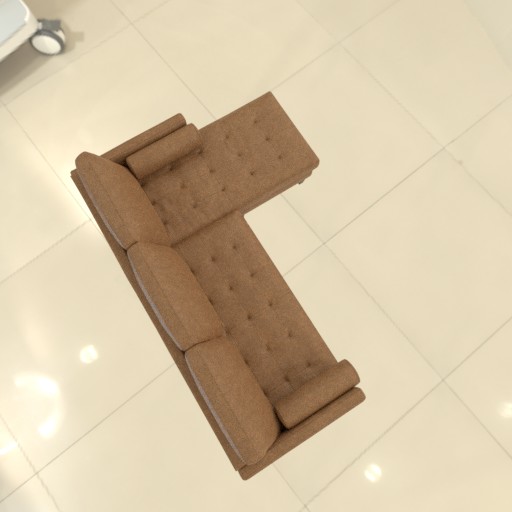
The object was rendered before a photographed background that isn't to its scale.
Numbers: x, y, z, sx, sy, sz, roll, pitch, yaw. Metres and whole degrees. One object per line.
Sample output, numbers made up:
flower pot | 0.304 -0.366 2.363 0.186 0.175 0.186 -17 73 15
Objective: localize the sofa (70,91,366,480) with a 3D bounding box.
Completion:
sofa | 0.000 0.000 2.901 1.506 0.876 2.178 -31 78 -8
